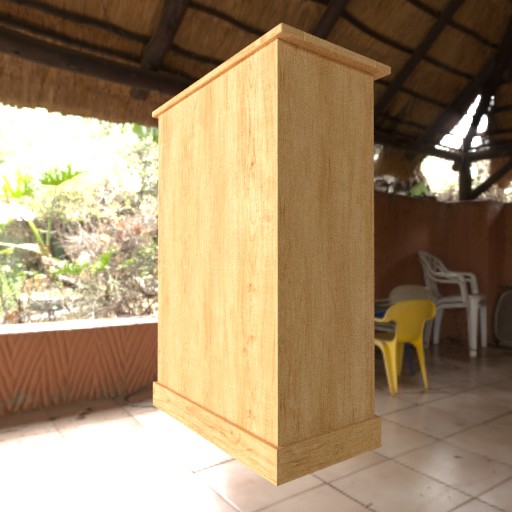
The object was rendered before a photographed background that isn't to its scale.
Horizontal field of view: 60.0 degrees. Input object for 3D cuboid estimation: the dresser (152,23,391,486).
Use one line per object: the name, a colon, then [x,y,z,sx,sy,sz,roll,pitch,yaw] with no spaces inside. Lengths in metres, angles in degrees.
dresser: [0.000,0.000,1.741,0.485,1.300,0.915,1,-1,-36]
